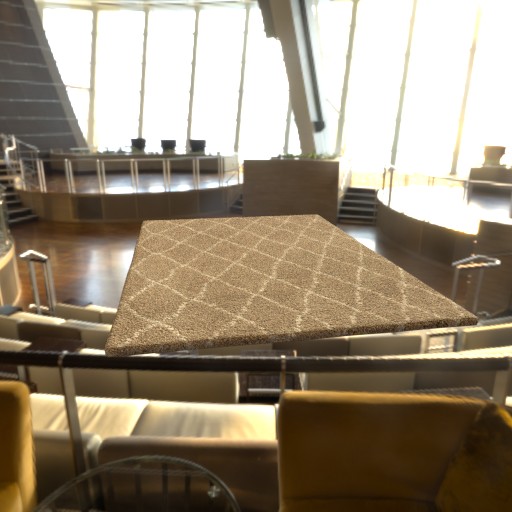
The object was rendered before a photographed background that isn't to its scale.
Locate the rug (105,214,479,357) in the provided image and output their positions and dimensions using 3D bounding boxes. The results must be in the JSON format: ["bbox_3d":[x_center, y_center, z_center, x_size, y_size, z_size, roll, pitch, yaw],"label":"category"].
[{"bbox_3d":[0.000,0.000,2.227,1.219,0.030,1.778,-3,17,-10],"label":"rug"}]
